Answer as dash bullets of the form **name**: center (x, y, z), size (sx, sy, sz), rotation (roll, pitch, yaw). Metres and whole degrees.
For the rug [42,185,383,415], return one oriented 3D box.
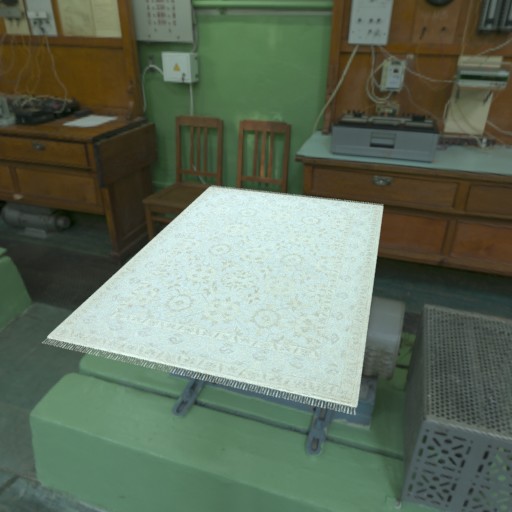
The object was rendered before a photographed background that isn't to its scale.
- **rug**: center (0.000, 0.000, 2.898), size (1.514, 0.011, 2.233), rotation (9, 31, 15)
